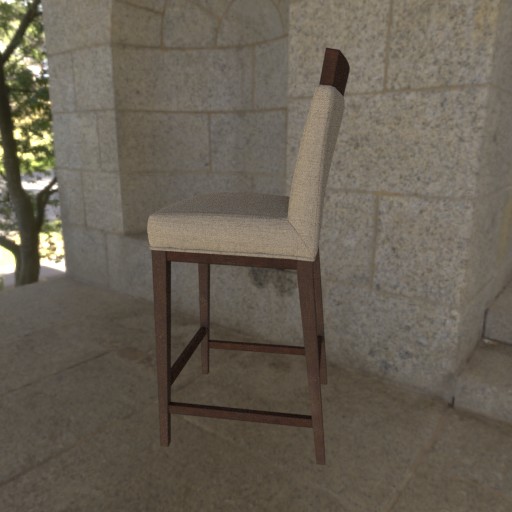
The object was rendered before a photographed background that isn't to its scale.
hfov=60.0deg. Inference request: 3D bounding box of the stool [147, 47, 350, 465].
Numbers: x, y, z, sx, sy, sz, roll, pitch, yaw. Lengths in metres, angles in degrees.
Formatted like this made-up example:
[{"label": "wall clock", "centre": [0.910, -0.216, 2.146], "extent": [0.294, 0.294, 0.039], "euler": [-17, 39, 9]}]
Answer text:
[{"label": "stool", "centre": [0.000, 0.000, 1.415], "extent": [0.531, 1.117, 0.511], "euler": [2, 14, 9]}]
